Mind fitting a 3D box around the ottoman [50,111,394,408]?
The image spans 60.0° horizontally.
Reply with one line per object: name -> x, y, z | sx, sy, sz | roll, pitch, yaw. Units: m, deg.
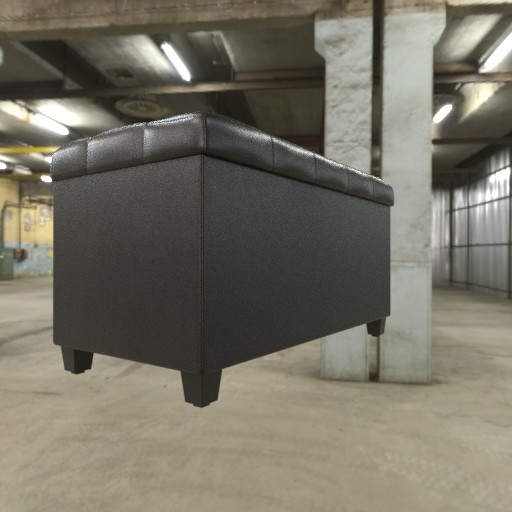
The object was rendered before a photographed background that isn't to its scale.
ottoman -> 0.000, 0.000, 1.093 | 0.432, 0.470, 0.838 | 0, 0, 36
